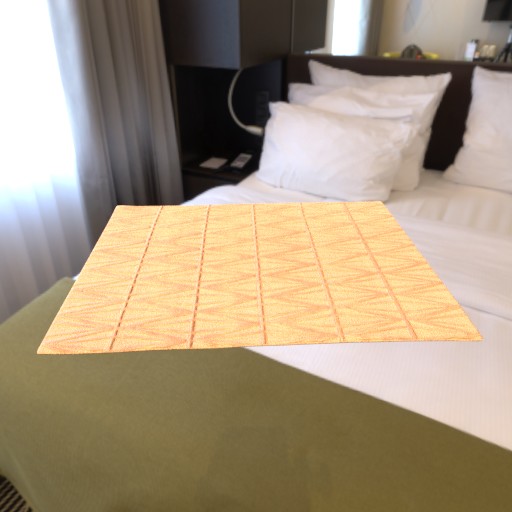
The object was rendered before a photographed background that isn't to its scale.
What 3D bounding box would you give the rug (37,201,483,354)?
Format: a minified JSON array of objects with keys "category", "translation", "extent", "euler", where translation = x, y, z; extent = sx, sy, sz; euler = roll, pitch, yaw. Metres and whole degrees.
[{"category":"rug","translation":[0.000,0.000,4.056],"extent":[3.052,0.043,2.453],"euler":[-1,30,-2]}]
